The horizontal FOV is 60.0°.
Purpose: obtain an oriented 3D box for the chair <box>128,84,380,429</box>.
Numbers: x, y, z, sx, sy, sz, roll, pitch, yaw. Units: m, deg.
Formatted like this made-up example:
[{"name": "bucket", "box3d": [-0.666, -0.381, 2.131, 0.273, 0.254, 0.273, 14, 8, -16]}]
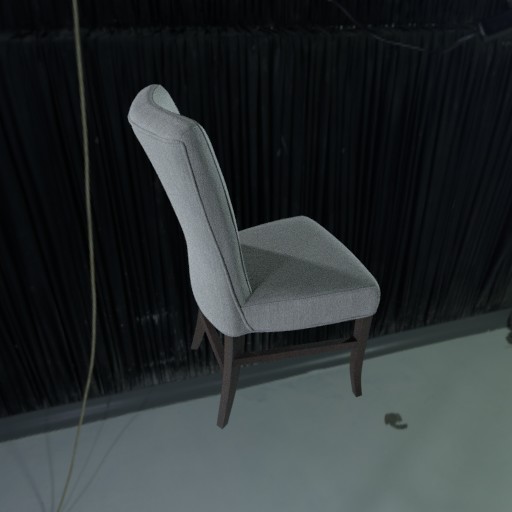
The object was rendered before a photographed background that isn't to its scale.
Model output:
[{"name": "chair", "box3d": [0.000, 0.000, 1.412, 0.660, 0.991, 0.520, -10, 32, -17]}]
